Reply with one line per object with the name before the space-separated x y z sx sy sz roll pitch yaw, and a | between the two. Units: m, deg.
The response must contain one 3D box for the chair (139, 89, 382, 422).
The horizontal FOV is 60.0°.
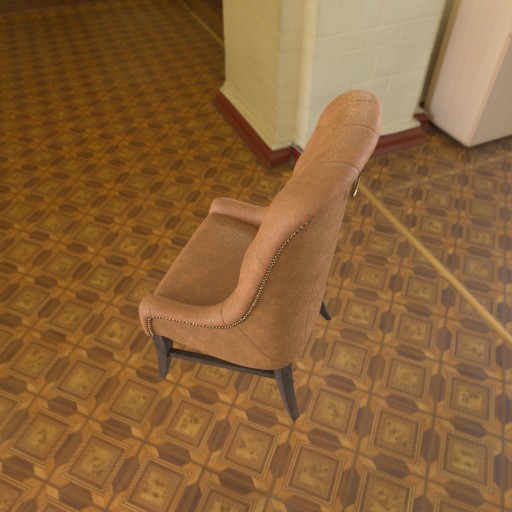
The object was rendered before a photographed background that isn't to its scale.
chair | 0.000 0.000 1.517 0.629 1.091 0.634 16 48 14
